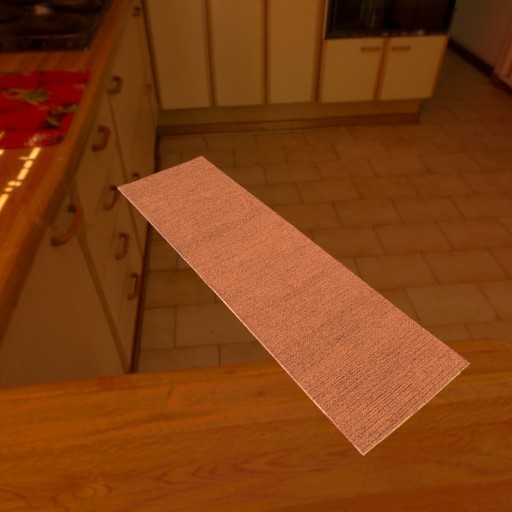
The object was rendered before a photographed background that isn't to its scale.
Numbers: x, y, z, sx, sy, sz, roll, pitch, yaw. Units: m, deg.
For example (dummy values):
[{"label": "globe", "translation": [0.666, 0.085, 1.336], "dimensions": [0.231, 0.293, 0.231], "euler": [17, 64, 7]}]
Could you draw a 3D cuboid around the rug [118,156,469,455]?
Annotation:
[{"label": "rug", "translation": [0.000, 0.000, 2.533], "dimensions": [0.692, 0.032, 2.320], "euler": [-26, 48, -26]}]
